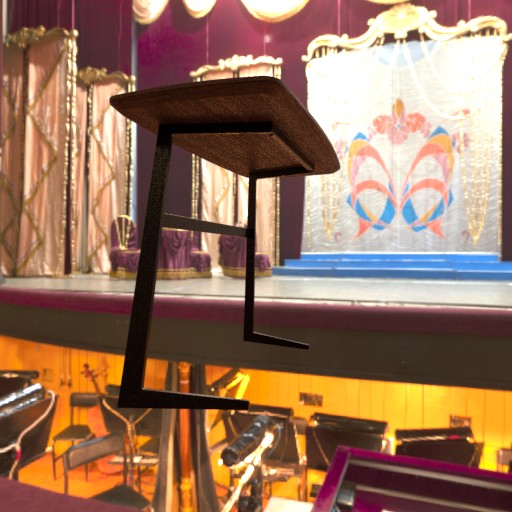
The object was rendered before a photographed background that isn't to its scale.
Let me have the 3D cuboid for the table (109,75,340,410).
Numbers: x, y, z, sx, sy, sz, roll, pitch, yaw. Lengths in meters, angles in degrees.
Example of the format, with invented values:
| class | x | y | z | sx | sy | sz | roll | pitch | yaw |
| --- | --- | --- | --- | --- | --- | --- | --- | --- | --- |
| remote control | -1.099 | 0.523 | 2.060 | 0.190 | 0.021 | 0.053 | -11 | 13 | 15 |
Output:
| class | x | y | z | sx | sy | sz | roll | pitch | yaw |
| --- | --- | --- | --- | --- | --- | --- | --- | --- | --- |
| table | 0.000 | 0.000 | 1.122 | 0.361 | 0.576 | 0.804 | 0 | 0 | 18 |
